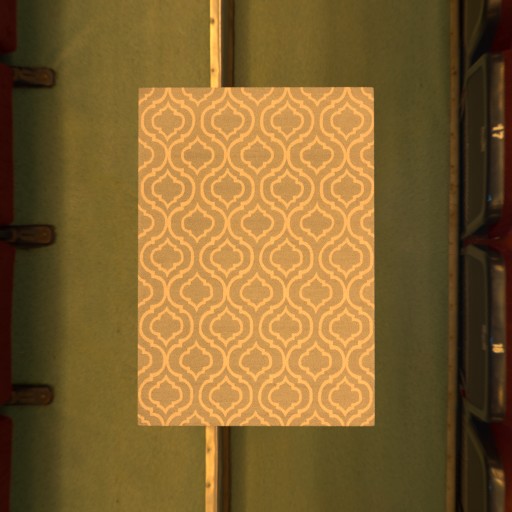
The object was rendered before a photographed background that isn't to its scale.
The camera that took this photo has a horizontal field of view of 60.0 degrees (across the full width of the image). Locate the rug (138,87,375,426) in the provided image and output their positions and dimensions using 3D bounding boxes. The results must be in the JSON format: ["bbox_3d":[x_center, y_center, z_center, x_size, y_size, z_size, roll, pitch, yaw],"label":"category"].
[{"bbox_3d":[0.000,0.000,2.726,1.451,0.010,2.080,0,89,0],"label":"rug"}]
